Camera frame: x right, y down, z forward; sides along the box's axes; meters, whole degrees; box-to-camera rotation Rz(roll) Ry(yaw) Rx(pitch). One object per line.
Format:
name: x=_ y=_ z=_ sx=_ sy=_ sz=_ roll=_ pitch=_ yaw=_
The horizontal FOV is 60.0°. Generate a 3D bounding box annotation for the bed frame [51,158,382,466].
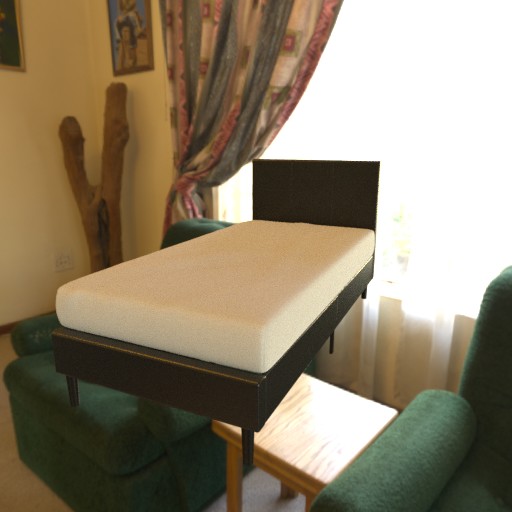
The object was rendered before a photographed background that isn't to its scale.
bed frame: x=0.000 y=0.000 z=2.480 sx=1.038 sy=1.046 sz=2.152 roll=7 pitch=16 yaw=25
